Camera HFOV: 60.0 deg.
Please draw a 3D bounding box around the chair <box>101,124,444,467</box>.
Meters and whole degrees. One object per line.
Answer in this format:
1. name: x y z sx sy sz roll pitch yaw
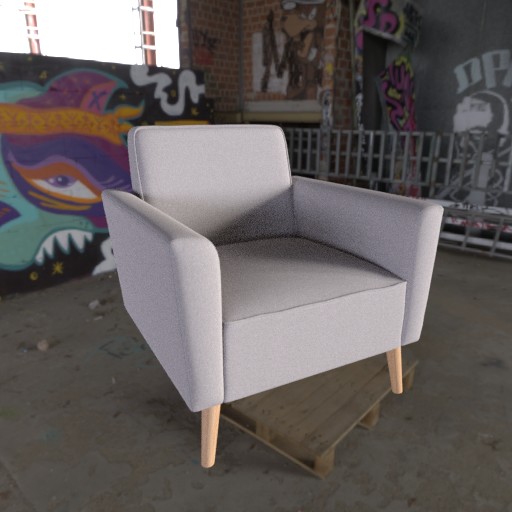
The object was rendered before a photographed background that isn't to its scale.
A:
1. chair: 0.000 0.000 1.386 0.780 0.780 0.750 -9 19 -27
